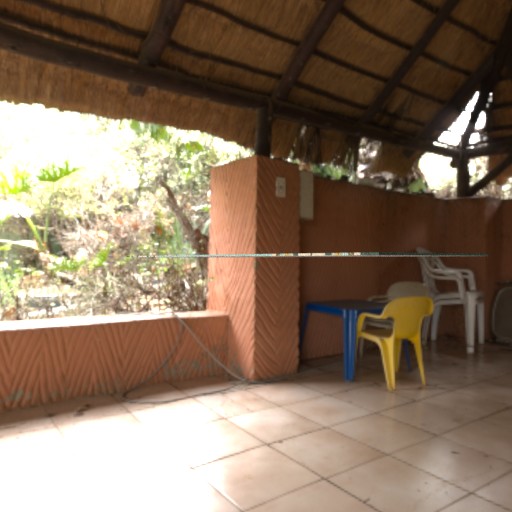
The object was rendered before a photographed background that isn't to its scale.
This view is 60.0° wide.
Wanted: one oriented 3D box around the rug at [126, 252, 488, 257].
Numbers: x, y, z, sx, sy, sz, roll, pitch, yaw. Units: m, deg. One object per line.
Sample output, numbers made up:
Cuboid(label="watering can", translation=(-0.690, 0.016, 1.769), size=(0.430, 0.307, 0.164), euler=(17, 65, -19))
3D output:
Cuboid(label="rug", translation=(0.000, 0.000, 2.712), size=(0.744, 0.010, 2.441), euler=(0, 0, -36))
